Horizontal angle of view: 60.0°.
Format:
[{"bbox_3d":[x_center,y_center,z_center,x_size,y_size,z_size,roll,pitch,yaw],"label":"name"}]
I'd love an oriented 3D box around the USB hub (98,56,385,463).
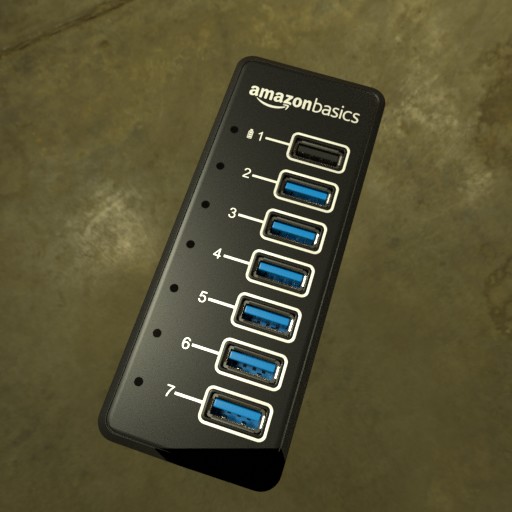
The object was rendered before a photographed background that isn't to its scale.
[{"bbox_3d":[0.000,0.000,0.124,0.044,0.023,0.110,17,75,5],"label":"USB hub"}]
